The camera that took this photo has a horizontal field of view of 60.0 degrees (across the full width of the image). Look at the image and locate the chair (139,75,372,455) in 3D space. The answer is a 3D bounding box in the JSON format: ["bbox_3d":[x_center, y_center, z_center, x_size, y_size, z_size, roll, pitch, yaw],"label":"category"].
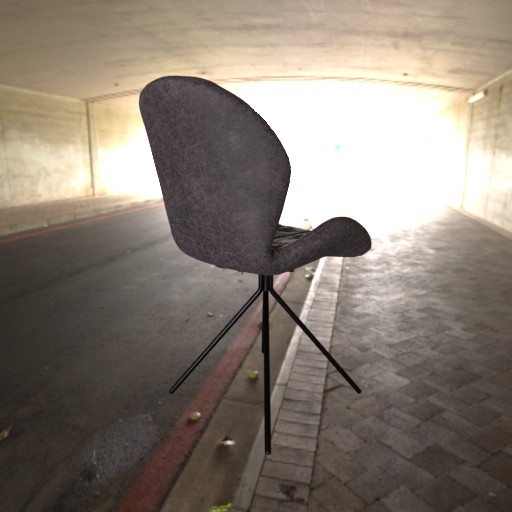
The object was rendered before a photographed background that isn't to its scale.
[{"bbox_3d":[0.000,0.000,1.318,0.527,0.934,0.640,12,17,44],"label":"chair"}]
